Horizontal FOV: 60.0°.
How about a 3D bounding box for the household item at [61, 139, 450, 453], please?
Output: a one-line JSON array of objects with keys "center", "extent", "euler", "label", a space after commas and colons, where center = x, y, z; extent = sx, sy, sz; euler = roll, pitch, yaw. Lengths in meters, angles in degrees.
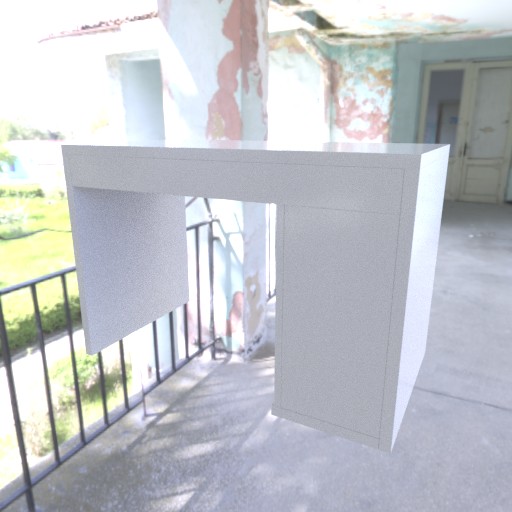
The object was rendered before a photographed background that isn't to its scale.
[{"center": [0.000, 0.000, 1.529], "extent": [1.100, 0.749, 0.597], "euler": [9, 18, 27], "label": "household item"}]
